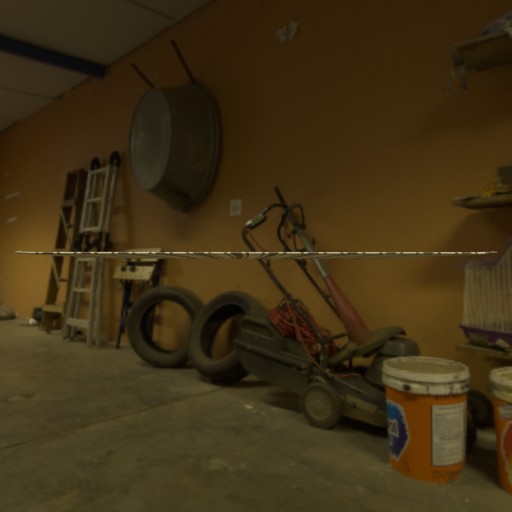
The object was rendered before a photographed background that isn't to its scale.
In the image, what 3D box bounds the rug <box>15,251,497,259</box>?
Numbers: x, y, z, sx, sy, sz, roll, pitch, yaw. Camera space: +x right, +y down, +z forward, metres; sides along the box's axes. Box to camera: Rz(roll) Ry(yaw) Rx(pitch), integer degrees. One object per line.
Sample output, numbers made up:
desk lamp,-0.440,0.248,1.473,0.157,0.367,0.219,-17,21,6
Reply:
rug,0.000,0.000,2.978,2.425,0.014,1.563,0,-1,-1
